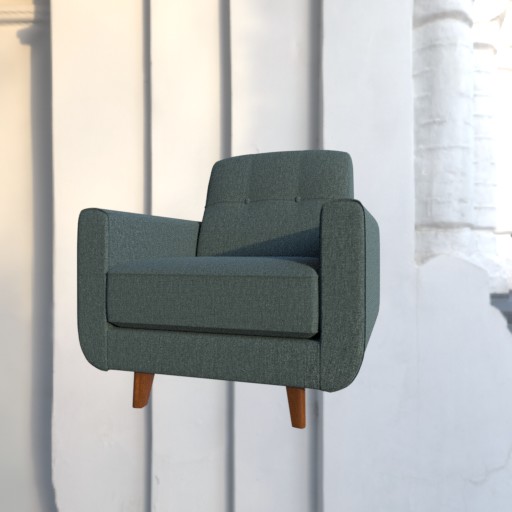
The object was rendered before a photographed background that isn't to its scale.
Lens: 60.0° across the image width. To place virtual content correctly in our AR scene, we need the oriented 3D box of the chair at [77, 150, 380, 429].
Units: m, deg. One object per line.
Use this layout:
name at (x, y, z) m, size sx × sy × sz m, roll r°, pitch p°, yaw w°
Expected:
chair at (0.000, 0.000, 1.689) m, size 0.880 × 0.940 × 0.964 m, roll 0°, pitch 0°, yaw 18°
